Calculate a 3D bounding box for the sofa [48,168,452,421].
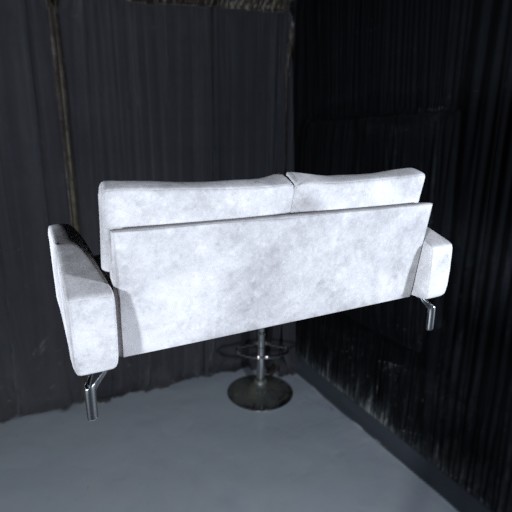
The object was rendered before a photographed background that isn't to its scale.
[{"bbox_3d":[0.000,0.000,2.224,1.837,0.859,0.849,-7,16,-26],"label":"sofa"}]
